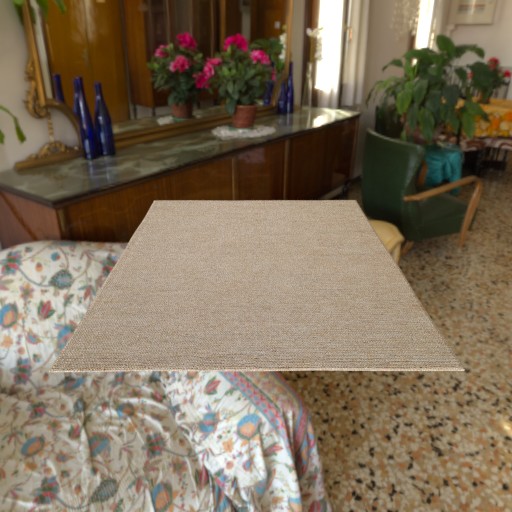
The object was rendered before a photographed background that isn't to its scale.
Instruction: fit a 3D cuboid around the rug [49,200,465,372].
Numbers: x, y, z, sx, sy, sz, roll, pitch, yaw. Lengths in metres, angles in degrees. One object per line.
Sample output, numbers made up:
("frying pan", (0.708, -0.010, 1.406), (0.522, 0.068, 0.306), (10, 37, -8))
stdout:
("rug", (0.000, 0.000, 3.922), (2.406, 0.012, 3.034), (0, 26, 0))
